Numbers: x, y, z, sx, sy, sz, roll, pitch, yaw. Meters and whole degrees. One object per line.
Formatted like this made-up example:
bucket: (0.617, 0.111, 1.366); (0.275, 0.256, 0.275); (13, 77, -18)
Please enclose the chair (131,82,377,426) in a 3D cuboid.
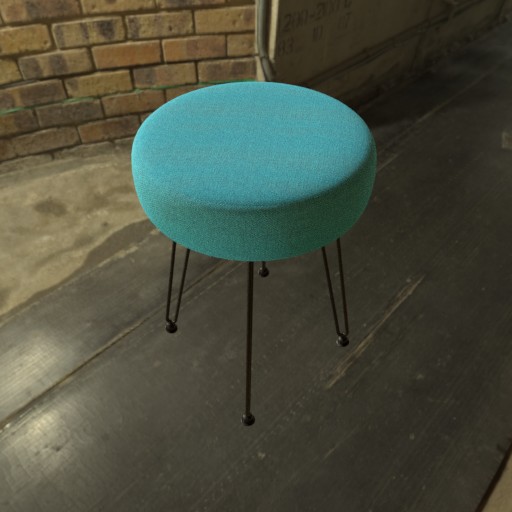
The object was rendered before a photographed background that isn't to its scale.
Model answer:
chair: (0.000, 0.000, 0.684); (0.350, 0.440, 0.350); (4, 46, 4)
